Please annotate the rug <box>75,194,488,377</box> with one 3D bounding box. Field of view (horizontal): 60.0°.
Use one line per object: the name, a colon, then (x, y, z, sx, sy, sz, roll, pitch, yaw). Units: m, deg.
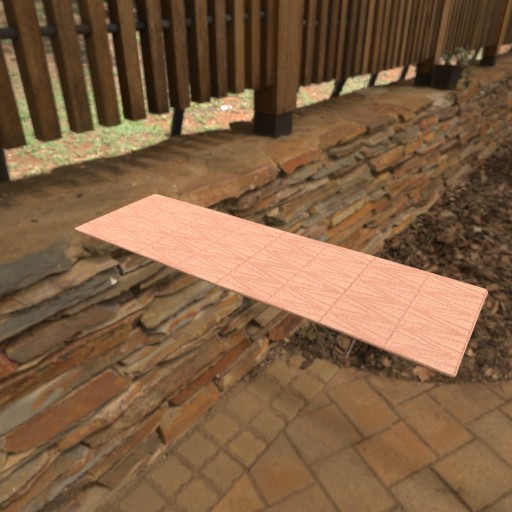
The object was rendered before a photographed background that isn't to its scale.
rug: (0.000, 0.000, 2.643, 2.435, 0.015, 0.760, 18, 34, 29)
